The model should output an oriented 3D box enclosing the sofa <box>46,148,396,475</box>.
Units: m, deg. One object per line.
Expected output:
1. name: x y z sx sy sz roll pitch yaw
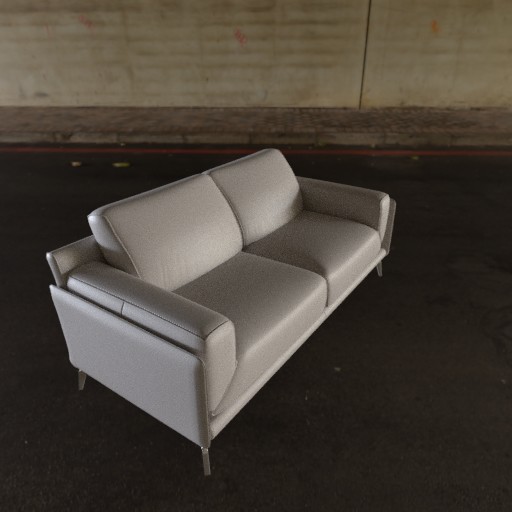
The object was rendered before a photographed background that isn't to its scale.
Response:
1. sofa: 0.000 0.000 2.597 1.049 0.930 2.101 17 31 30
